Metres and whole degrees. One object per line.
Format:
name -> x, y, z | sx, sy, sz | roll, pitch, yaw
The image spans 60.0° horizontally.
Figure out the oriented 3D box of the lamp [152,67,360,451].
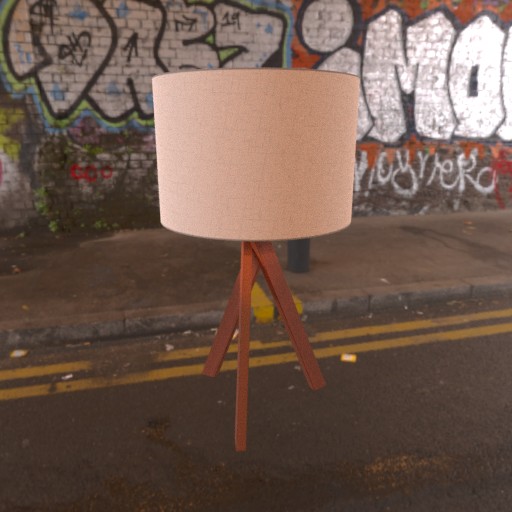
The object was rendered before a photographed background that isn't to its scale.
lamp -> 0.000, 0.000, 0.926 | 0.380, 0.686, 0.380 | 8, 18, 25
